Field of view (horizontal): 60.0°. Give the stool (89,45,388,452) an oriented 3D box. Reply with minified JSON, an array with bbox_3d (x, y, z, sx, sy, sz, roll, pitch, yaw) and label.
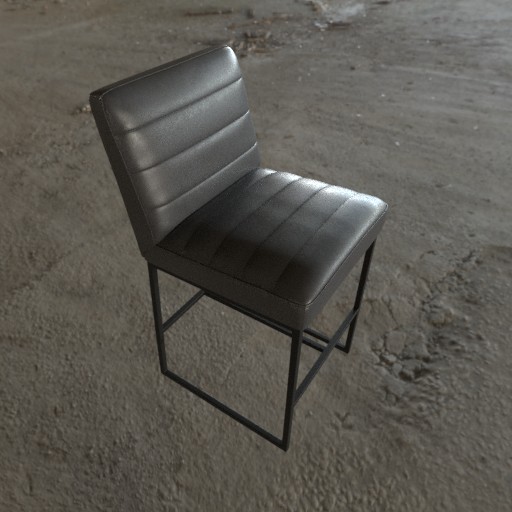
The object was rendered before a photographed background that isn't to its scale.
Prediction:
[{"bbox_3d":[0.000,0.000,1.221,0.552,0.938,0.457,23,45,25],"label":"stool"}]
